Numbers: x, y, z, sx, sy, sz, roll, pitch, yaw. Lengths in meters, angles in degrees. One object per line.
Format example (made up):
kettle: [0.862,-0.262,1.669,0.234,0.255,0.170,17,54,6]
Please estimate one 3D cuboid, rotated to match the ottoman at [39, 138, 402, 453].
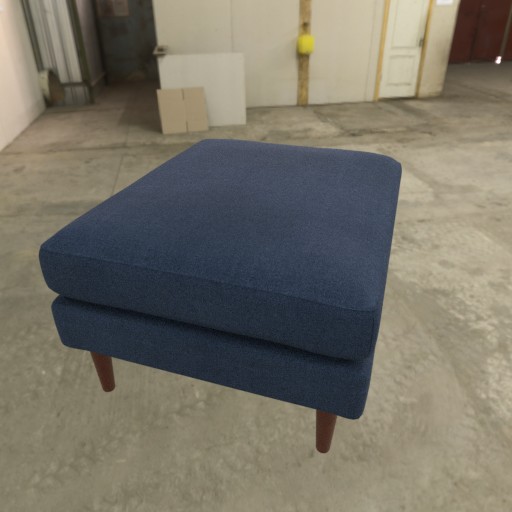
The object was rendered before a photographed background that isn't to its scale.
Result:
ottoman: [0.000,0.000,1.219,0.693,0.474,0.821,10,32,16]
